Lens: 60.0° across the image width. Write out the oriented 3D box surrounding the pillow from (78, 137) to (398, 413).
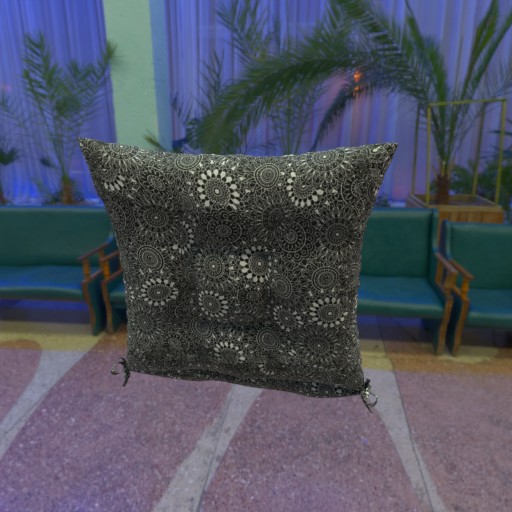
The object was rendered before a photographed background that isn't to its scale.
[{"bbox_3d":[0.000,0.000,0.991,0.541,0.536,0.585,3,18,9],"label":"pillow"}]
